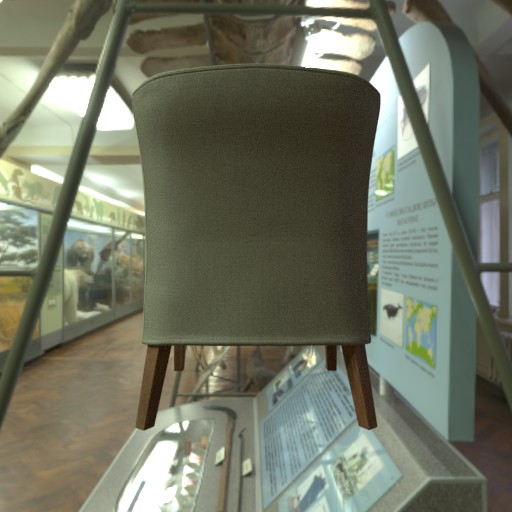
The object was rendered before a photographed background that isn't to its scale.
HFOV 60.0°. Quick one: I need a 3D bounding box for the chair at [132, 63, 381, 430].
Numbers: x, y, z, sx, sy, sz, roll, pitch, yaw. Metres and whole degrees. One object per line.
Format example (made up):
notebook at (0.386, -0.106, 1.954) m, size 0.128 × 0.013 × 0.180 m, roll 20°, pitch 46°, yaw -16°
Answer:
chair at (0.000, 0.000, 1.211) m, size 0.600 × 0.771 × 0.668 m, roll 0°, pitch 0°, yaw 0°
